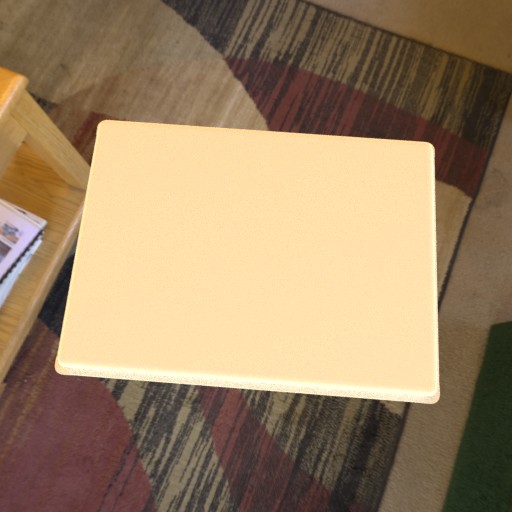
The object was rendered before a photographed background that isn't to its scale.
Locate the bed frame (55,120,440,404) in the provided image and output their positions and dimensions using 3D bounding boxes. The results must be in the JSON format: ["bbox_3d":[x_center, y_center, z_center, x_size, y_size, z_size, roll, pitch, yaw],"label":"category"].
[{"bbox_3d":[0.000,0.000,2.445,1.900,0.406,1.400,4,76,1],"label":"bed frame"}]
